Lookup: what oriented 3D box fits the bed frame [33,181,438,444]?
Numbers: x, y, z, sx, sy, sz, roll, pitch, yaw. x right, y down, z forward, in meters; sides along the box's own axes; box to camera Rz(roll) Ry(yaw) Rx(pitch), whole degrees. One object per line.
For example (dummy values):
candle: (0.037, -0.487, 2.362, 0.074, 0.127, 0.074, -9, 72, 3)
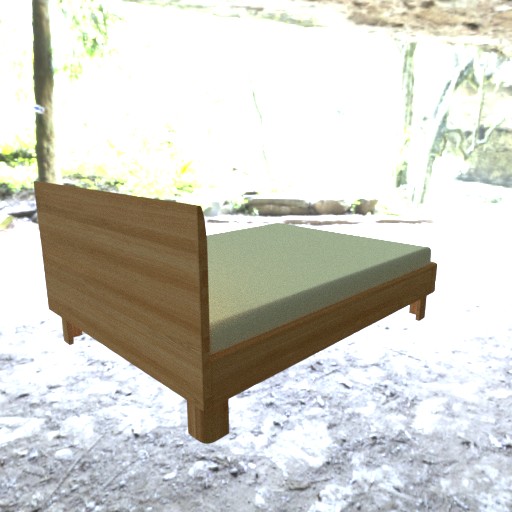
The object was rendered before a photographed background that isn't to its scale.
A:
bed frame: (0.000, 0.000, 2.725, 1.992, 0.940, 1.472, -13, 19, -43)
